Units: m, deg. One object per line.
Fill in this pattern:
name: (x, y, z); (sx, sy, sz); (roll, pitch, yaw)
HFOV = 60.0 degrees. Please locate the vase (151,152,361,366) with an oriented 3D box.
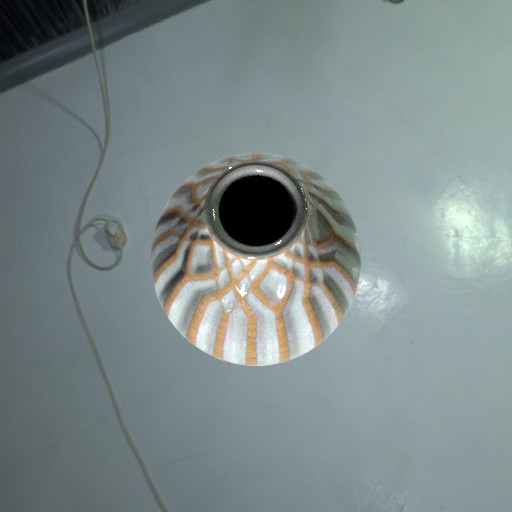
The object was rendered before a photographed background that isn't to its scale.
vase: (0.000, 0.000, 0.272); (0.131, 0.175, 0.131); (0, 77, 0)
